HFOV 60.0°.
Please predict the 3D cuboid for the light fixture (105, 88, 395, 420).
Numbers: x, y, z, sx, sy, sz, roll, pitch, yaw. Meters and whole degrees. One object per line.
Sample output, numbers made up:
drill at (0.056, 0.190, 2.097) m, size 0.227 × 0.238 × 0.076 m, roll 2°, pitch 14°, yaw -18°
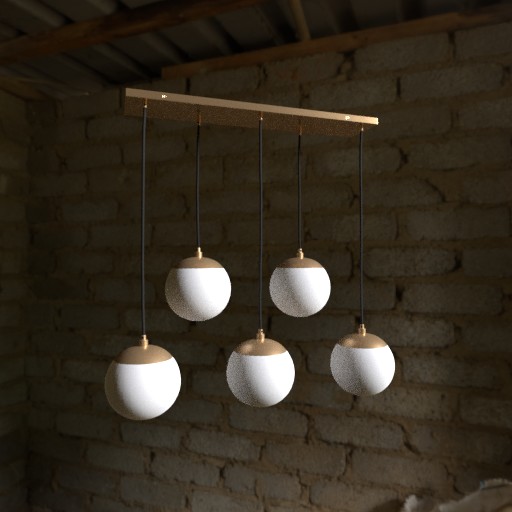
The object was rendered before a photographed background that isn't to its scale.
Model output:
light fixture at (0.000, 0.000, 1.343) m, size 0.863 × 0.869 × 0.299 m, roll 0°, pitch -1°, yaw -18°
